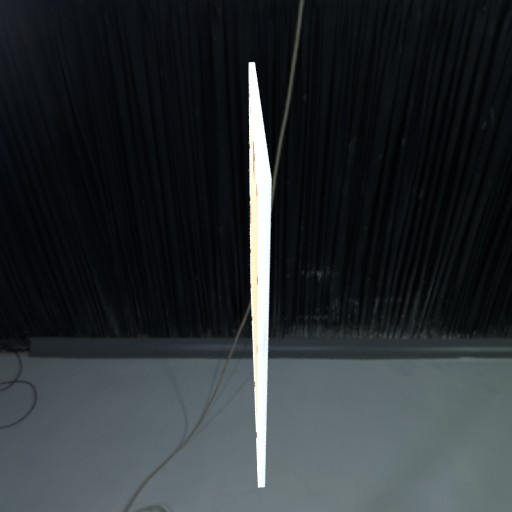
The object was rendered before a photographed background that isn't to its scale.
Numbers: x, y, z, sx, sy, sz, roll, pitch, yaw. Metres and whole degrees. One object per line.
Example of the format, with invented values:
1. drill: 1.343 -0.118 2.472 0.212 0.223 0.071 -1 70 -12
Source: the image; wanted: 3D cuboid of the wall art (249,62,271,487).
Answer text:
1. wall art: 0.000 0.000 0.852 0.013 0.584 0.584 -1 34 -2
